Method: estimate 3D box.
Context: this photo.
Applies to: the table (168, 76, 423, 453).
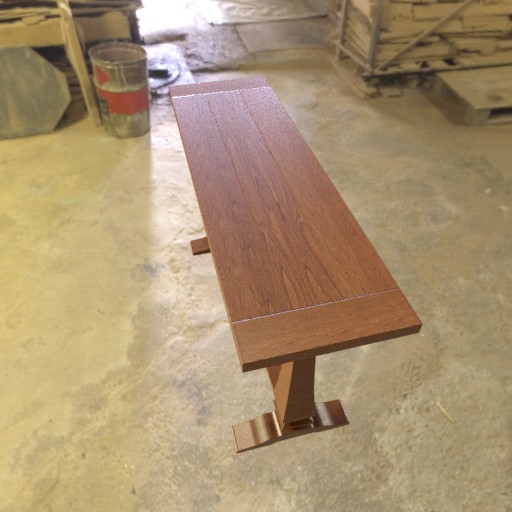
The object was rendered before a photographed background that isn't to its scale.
[{"bbox_3d":[0.000,0.000,1.837,0.461,0.852,1.478,-10,46,-10],"label":"table"}]
